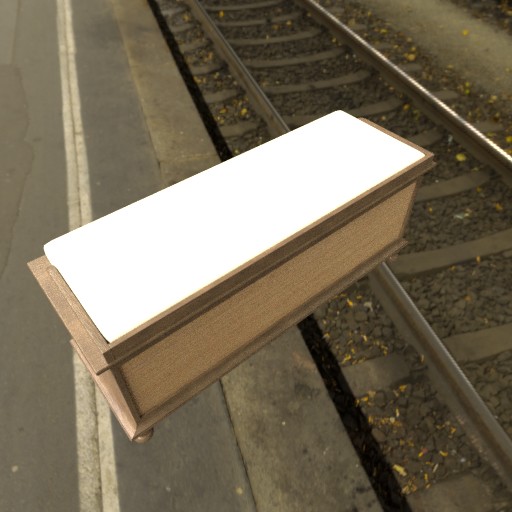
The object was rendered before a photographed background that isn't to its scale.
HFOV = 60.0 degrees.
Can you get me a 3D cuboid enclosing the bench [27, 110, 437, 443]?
[{"bbox_3d":[0.000,0.000,1.428,1.185,0.501,0.402,-31,54,-26],"label":"bench"}]
